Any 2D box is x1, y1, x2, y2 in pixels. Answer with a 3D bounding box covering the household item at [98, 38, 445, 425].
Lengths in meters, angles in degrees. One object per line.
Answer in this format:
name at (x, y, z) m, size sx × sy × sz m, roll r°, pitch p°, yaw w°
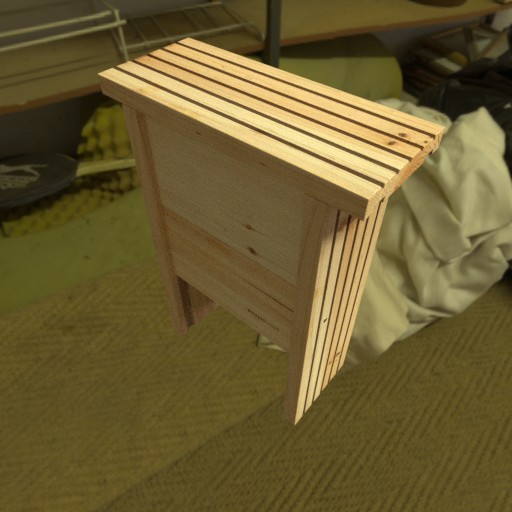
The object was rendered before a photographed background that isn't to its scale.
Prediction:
household item at (0.000, 0.000, 0.542) m, size 0.301 × 0.407 × 0.123 m, roll 31°, pitch 54°, yaw 27°
